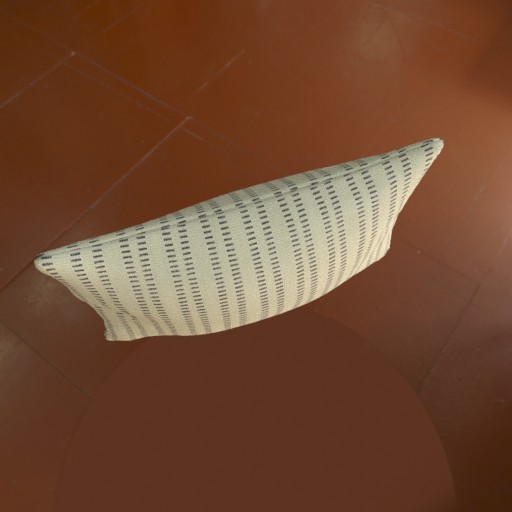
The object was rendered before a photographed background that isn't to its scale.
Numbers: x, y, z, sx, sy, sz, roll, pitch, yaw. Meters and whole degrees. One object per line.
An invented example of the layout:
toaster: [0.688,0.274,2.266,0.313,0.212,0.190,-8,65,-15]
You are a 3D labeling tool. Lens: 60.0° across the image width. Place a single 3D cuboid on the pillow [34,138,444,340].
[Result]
pillow: [0.000,0.000,0.793,0.640,0.353,0.210,-18,64,-9]
